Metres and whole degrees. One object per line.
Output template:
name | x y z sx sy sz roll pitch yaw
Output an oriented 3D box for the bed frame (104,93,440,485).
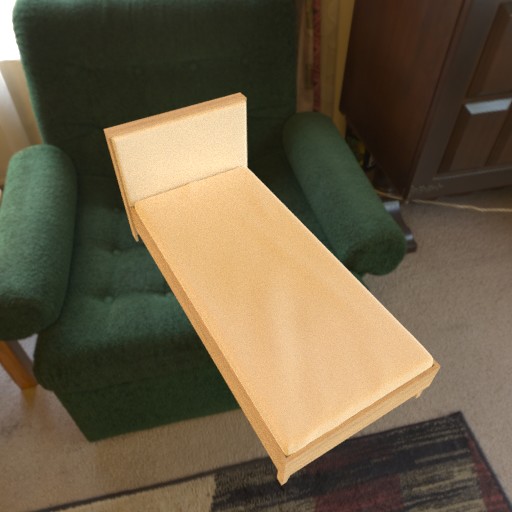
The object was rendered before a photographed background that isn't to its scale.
bed frame | 0.000 0.000 2.680 0.990 0.920 2.140 -23 50 -20
